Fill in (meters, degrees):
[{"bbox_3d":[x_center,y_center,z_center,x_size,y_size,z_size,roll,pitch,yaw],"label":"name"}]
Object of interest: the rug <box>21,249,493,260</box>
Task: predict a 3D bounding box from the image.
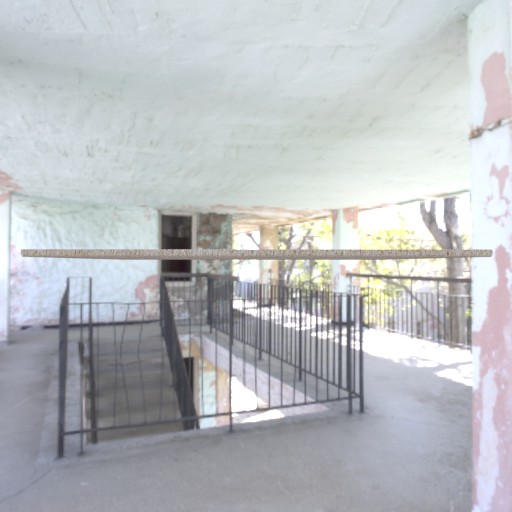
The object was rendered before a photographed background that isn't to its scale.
[{"bbox_3d":[0.000,0.000,2.084,1.600,0.025,1.199,0,-1,-1],"label":"rug"}]
